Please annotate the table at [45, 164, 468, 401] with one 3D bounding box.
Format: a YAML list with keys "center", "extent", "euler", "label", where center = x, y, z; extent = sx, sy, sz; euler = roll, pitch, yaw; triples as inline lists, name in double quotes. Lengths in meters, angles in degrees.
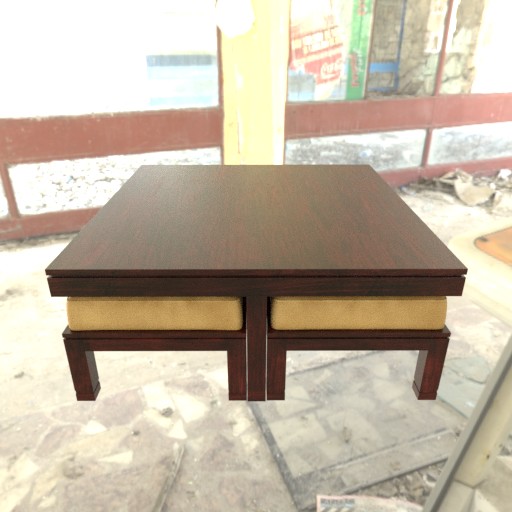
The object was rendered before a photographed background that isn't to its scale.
- center: [0.000, 0.000, 1.372]
  extent: [0.865, 0.356, 0.865]
  euler: [0, 26, 0]
  label: "table"
